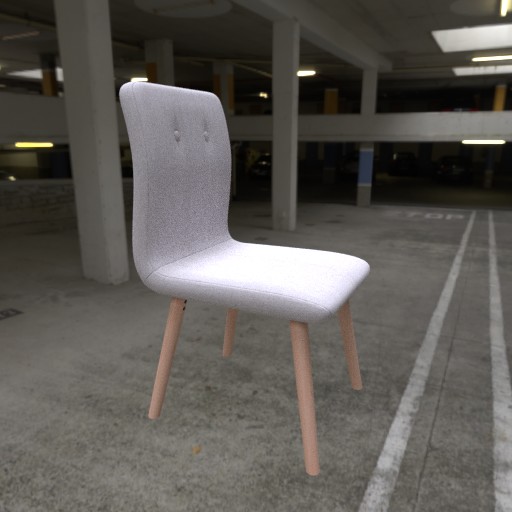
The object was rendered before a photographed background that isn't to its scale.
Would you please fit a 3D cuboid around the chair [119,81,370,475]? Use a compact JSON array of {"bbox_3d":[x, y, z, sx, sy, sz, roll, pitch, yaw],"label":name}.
[{"bbox_3d":[0.000,0.000,1.209,0.550,0.885,0.435,8,17,26],"label":"chair"}]
